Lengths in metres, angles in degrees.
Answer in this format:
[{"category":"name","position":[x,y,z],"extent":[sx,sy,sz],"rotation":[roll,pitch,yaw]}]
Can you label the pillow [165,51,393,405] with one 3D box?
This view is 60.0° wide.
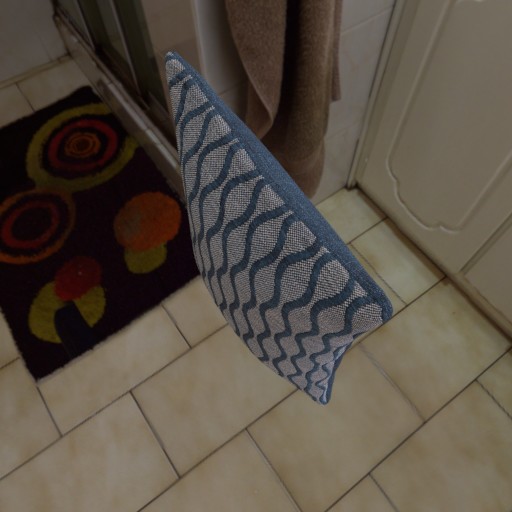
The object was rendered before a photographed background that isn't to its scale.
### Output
[{"category":"pillow","position":[0.000,0.000,0.668],"extent":[0.159,0.435,0.435],"rotation":[-30,66,-15]}]
